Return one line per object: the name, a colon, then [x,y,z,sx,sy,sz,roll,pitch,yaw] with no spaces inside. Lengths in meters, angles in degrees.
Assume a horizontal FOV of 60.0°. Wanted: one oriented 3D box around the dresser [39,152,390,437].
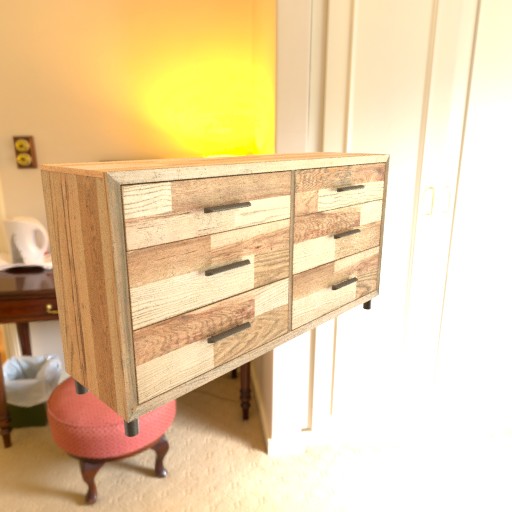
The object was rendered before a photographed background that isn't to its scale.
dresser: [0.000,0.000,1.938,0.487,0.834,1.547,14,21,42]
